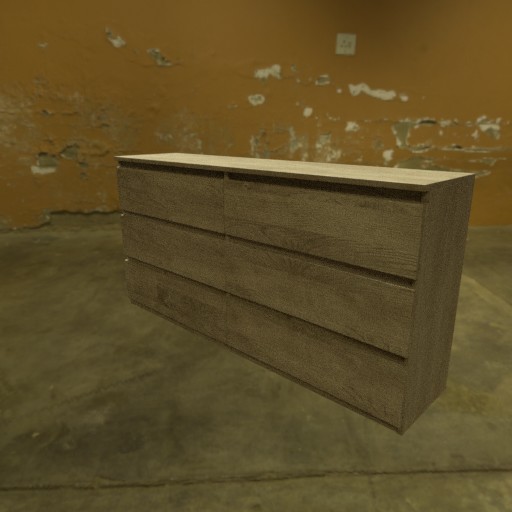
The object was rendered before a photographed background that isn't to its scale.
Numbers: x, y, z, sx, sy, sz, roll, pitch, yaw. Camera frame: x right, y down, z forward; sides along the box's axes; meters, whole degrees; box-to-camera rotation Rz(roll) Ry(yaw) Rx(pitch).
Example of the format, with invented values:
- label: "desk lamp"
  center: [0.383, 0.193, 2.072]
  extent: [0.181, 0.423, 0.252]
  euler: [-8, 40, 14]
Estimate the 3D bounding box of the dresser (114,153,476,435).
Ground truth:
- label: "dresser"
  center: [0.000, 0.000, 1.931]
  extent: [1.590, 0.795, 0.390]
  euler: [15, 22, 41]
